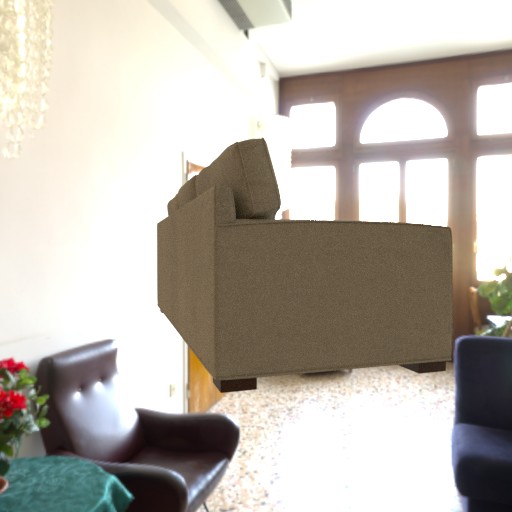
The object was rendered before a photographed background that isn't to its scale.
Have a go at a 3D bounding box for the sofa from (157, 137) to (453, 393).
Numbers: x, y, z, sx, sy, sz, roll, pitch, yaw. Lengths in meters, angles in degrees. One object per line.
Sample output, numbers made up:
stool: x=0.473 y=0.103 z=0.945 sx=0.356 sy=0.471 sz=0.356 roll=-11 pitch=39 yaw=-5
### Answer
sofa: x=0.000 y=0.000 z=2.540 sx=0.936 sy=0.862 sz=2.093 roll=0 pitch=1 yaw=-18
